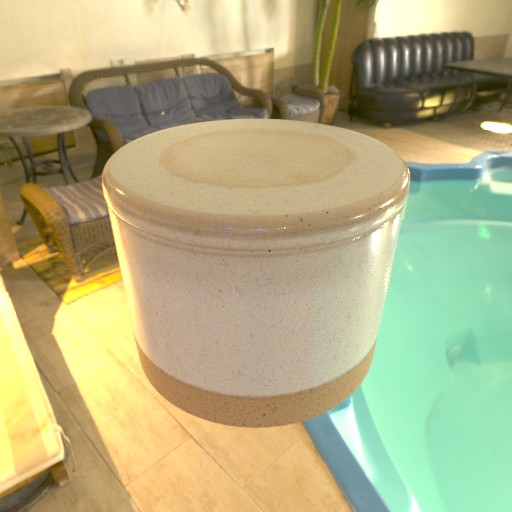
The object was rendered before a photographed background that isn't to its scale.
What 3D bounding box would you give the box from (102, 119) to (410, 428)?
[{"bbox_3d":[0.000,0.000,0.259,0.154,0.123,0.154,0,31,0],"label":"box"}]
